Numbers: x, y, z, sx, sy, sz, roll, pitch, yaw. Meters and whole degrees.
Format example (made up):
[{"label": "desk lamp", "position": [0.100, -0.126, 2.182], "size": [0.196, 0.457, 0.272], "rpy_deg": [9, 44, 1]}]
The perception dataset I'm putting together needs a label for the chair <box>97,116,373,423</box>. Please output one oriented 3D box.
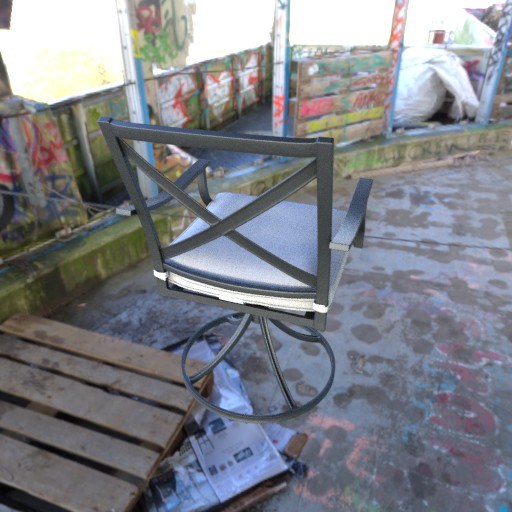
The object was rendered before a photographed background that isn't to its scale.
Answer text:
[{"label": "chair", "position": [0.000, 0.000, 1.304], "size": [0.575, 0.889, 0.620], "rpy_deg": [10, 32, 16]}]
